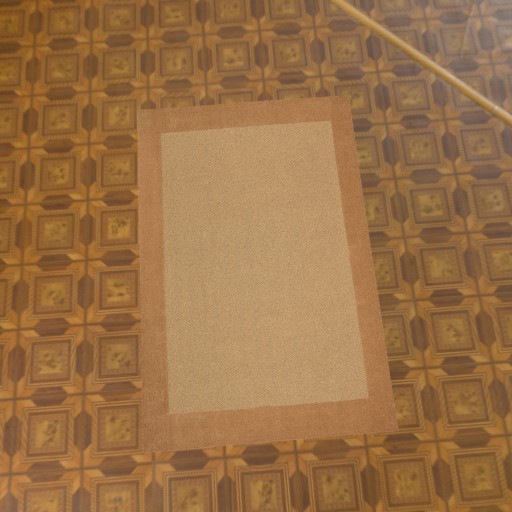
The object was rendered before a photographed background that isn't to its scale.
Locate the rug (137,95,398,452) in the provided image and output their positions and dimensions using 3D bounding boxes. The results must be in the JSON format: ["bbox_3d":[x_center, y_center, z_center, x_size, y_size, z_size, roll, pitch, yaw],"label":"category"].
[{"bbox_3d":[0.000,0.000,2.330,1.219,0.014,1.829,-4,76,-1],"label":"rug"}]
